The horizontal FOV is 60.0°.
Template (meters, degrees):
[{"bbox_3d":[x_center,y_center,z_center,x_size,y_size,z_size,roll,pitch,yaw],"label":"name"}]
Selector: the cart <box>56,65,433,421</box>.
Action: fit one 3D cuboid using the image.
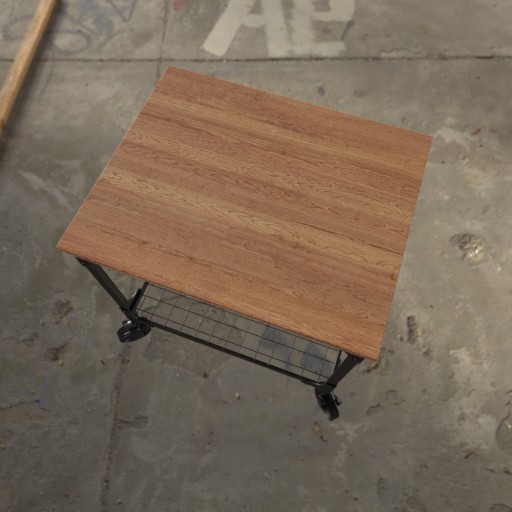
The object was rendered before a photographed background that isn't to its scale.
[{"bbox_3d":[0.000,0.000,1.118,0.666,0.603,0.558,18,66,8],"label":"cart"}]
